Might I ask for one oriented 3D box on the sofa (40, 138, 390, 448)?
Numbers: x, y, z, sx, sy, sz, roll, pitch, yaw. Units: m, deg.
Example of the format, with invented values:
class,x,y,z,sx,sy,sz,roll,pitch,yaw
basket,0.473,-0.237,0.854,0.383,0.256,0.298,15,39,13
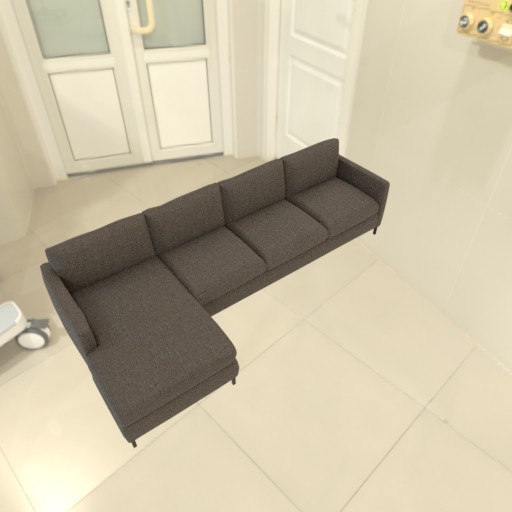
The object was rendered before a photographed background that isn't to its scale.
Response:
class,x,y,z,sx,sy,sz,roll,pitch,yaw
sofa,0.000,0.000,3.290,2.731,0.754,1.258,-27,48,-27
